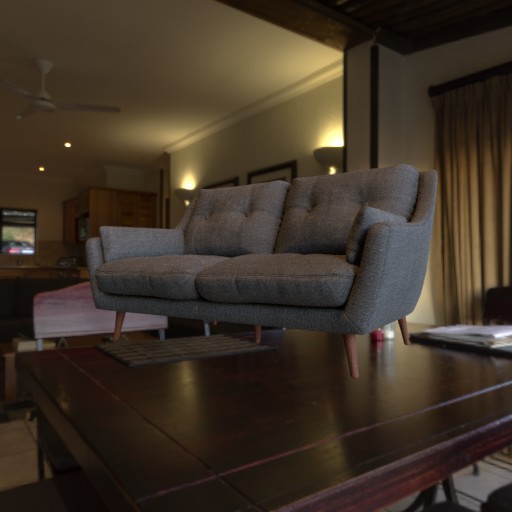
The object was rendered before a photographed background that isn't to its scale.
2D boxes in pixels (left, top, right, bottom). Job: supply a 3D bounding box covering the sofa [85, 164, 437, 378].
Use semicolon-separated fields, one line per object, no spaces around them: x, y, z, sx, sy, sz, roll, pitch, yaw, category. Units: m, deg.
0.000;0.000;2.240;1.646;0.887;0.976;-1;-1;35;sofa
